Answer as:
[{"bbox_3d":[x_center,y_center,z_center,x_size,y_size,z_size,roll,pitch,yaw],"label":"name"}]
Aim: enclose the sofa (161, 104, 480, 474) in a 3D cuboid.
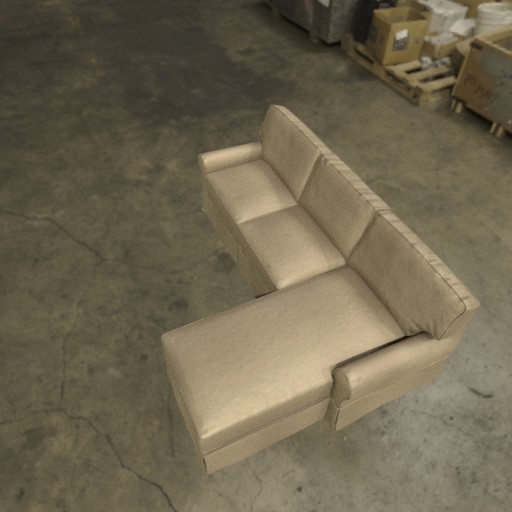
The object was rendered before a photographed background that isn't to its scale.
[{"bbox_3d":[0.000,0.000,3.254,1.733,0.978,2.475,-19,50,-17],"label":"sofa"}]
